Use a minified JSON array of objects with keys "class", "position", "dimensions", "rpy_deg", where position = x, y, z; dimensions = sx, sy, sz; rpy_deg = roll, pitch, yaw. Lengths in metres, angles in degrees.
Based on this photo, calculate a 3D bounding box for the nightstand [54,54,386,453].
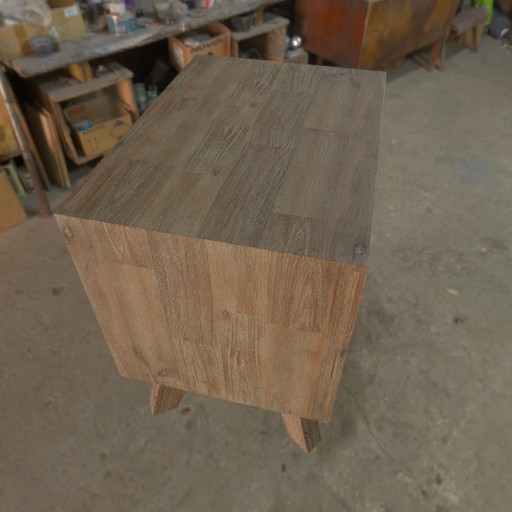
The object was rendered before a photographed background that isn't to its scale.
[{"class":"nightstand","position":[0.000,0.000,0.927],"dimensions":[0.396,0.589,0.552],"rpy_deg":[10,46,10]}]
